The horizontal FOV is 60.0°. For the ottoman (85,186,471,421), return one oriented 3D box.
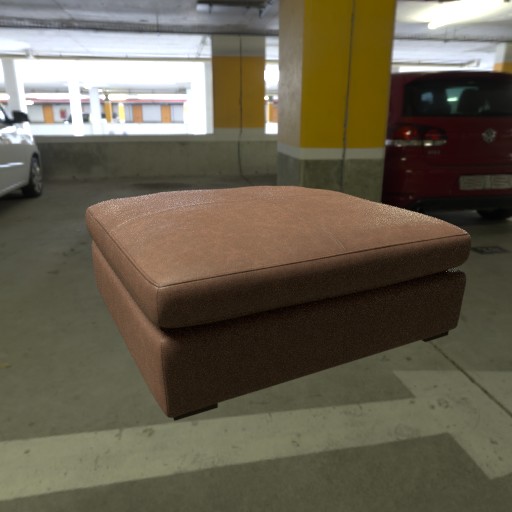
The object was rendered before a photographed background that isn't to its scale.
[{"bbox_3d":[0.000,0.000,1.818,1.168,0.490,1.168,-9,19,-27],"label":"ottoman"}]
